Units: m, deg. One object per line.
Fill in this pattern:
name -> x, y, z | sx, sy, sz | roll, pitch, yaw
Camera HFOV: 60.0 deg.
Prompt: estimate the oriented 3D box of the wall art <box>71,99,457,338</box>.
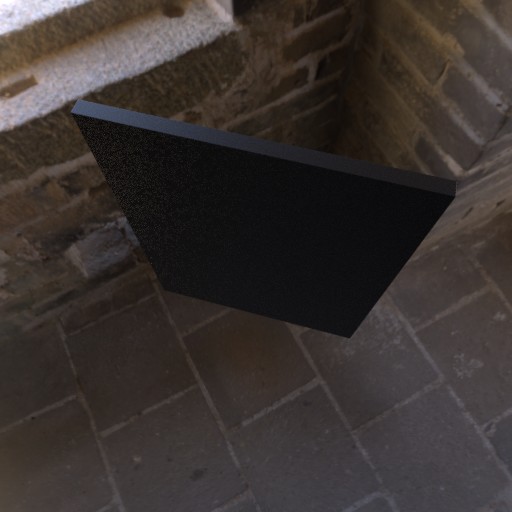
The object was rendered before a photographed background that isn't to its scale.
wall art -> 0.000, 0.000, 1.385 | 0.806, 1.062, 0.038 | 14, 66, 6
